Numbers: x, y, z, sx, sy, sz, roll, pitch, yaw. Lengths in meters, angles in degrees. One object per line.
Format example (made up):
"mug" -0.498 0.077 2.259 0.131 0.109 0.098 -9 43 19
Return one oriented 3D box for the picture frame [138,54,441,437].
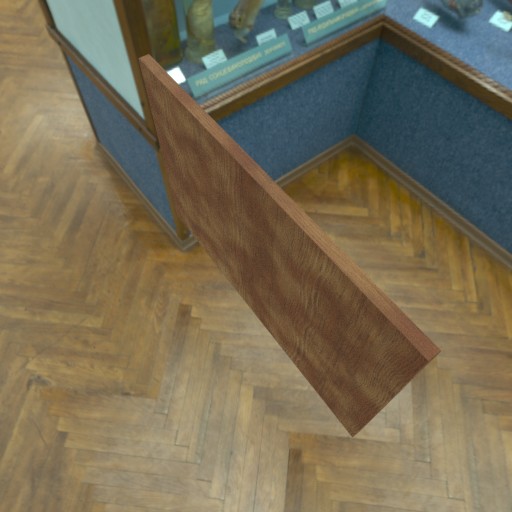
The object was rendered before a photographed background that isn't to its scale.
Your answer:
"picture frame" 0.000 0.000 1.166 0.029 0.640 0.950 -32 63 -18
